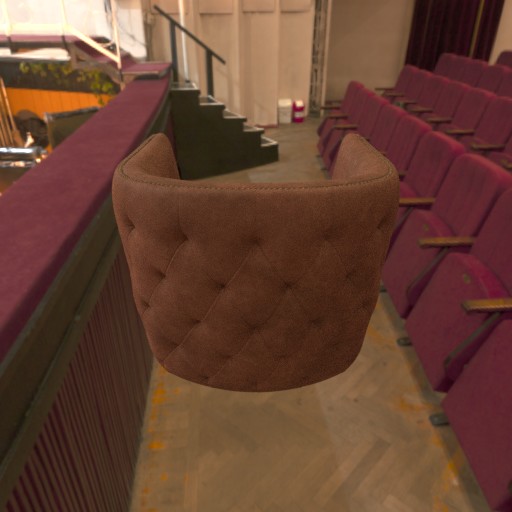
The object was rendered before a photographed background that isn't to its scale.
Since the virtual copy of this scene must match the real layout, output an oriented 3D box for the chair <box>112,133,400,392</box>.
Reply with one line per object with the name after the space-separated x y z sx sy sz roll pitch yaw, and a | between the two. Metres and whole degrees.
0.000 0.000 1.526 0.850 0.790 0.870 0 29 0 | chair
